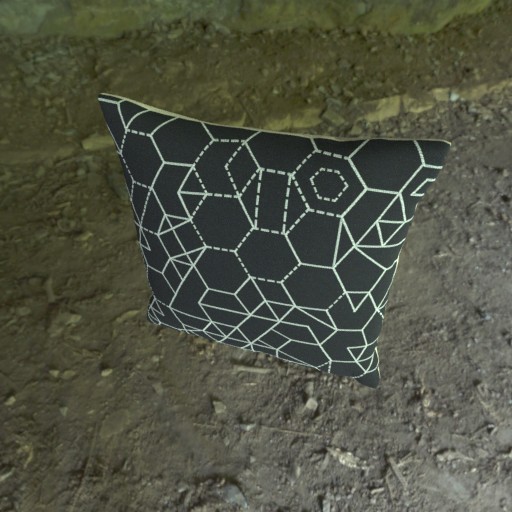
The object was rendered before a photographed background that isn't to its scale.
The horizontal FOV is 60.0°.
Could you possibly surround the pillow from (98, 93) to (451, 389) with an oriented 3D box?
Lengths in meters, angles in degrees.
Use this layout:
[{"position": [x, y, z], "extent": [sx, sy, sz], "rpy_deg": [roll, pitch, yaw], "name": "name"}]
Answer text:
[{"position": [0.000, 0.000, 0.776], "extent": [0.517, 0.508, 0.158], "rpy_deg": [13, 40, 15], "name": "pillow"}]
